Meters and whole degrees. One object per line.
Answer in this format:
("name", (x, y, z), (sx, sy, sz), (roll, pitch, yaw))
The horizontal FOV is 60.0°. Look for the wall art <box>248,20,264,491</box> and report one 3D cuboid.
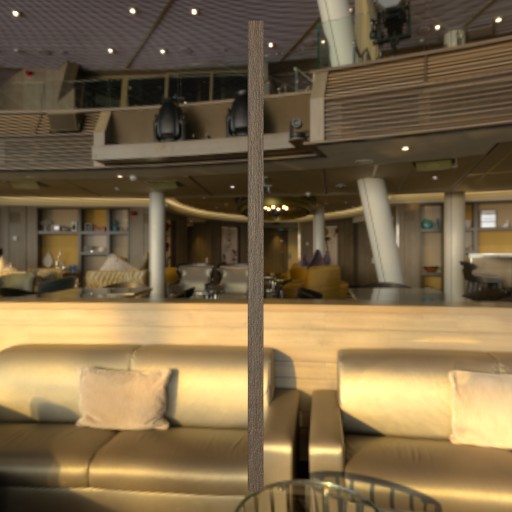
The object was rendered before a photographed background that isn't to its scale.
("wall art", (0.000, 0.000, 0.662), (0.017, 0.513, 0.359), (0, 0, 0))
